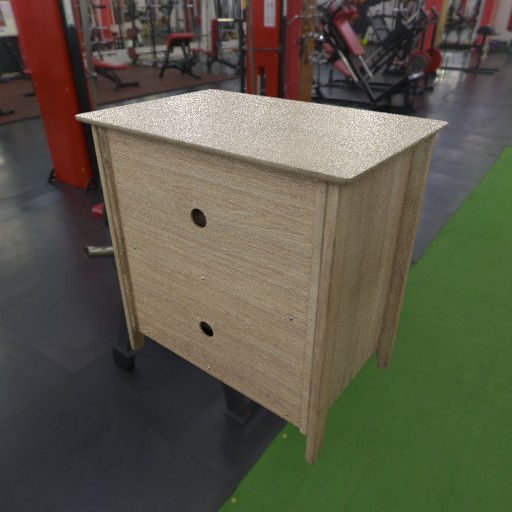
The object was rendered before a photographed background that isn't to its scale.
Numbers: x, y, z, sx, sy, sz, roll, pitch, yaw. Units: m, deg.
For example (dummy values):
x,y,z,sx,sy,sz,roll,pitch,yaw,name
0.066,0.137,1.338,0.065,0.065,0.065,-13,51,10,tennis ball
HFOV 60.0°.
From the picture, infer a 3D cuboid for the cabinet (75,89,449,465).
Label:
x,y,z,sx,sy,sz,roll,pitch,yaw,name
0.000,0.000,1.255,0.763,0.762,0.503,21,36,32,cabinet
